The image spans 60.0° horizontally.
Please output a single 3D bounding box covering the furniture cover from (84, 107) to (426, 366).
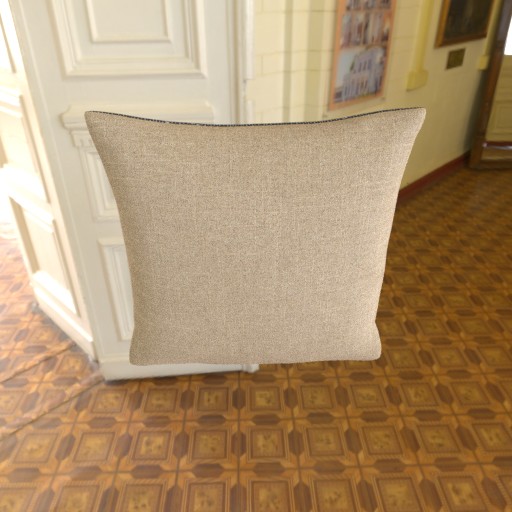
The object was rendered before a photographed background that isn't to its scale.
[{"bbox_3d":[0.000,0.000,0.778,0.511,0.503,0.162,-1,30,-2],"label":"furniture cover"}]
